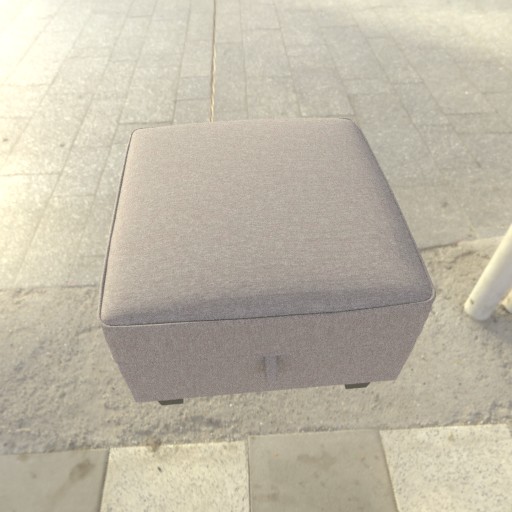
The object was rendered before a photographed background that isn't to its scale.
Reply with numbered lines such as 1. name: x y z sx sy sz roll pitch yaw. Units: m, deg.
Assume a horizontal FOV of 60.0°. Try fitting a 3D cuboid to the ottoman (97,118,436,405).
1. ottoman: 0.000 0.000 1.428 0.808 0.612 0.871 -4 48 -4
